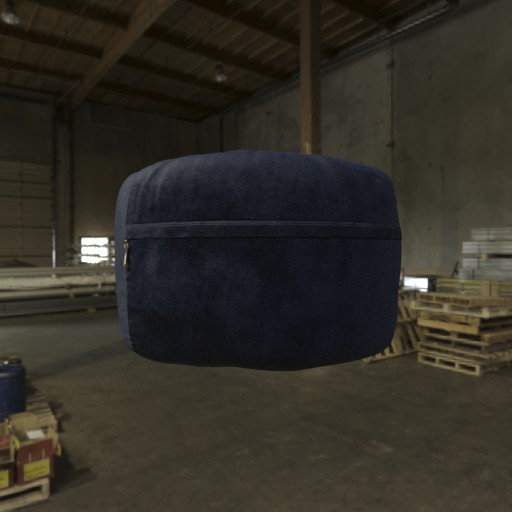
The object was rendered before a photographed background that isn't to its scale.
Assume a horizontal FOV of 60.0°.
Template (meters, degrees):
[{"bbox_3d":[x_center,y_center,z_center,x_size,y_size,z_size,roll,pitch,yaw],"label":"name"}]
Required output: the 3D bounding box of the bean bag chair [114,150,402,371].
[{"bbox_3d":[0.000,0.000,1.969,1.219,0.762,1.219,0,1,0],"label":"bean bag chair"}]
